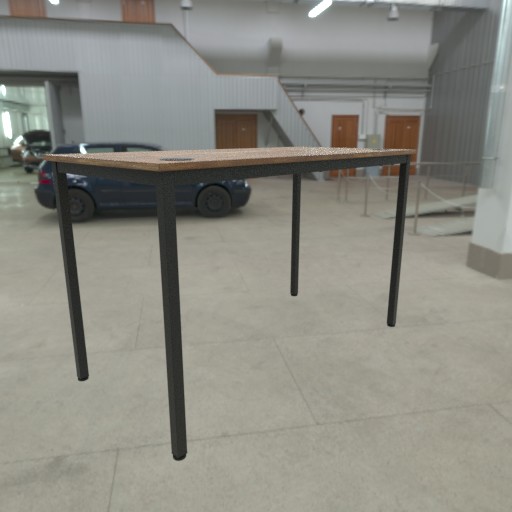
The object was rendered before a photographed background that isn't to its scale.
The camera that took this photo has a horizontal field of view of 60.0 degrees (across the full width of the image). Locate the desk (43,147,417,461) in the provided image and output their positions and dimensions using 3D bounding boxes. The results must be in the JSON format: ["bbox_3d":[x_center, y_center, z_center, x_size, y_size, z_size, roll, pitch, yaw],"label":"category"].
[{"bbox_3d":[0.000,0.000,1.626,0.600,0.749,1.200,14,21,42],"label":"desk"}]
